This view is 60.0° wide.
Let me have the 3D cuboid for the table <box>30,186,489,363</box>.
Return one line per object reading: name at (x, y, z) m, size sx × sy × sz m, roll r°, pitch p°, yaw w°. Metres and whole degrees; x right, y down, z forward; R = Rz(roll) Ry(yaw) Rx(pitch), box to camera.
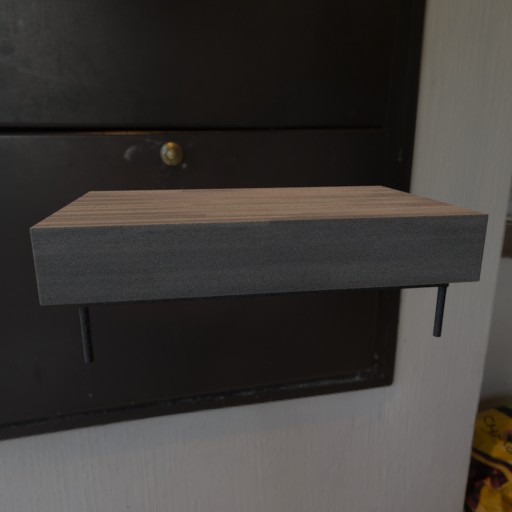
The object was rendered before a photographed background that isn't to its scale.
table at (0.000, 0.000, 1.386) m, size 1.088 × 0.347 × 0.643 m, roll -2°, pitch 16°, yaw -9°
